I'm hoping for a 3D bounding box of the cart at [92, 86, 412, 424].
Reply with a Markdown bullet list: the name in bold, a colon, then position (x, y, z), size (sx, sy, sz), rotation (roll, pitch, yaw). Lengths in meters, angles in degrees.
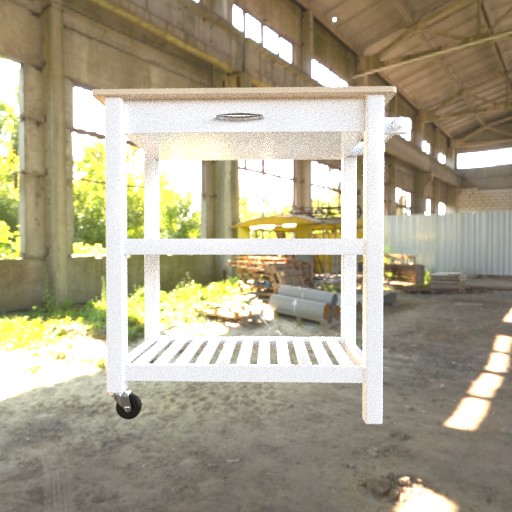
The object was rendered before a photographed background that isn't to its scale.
- **cart**: position (0.000, 0.000, 1.444), size (0.899, 0.927, 0.457), rotation (0, 1, 2)
